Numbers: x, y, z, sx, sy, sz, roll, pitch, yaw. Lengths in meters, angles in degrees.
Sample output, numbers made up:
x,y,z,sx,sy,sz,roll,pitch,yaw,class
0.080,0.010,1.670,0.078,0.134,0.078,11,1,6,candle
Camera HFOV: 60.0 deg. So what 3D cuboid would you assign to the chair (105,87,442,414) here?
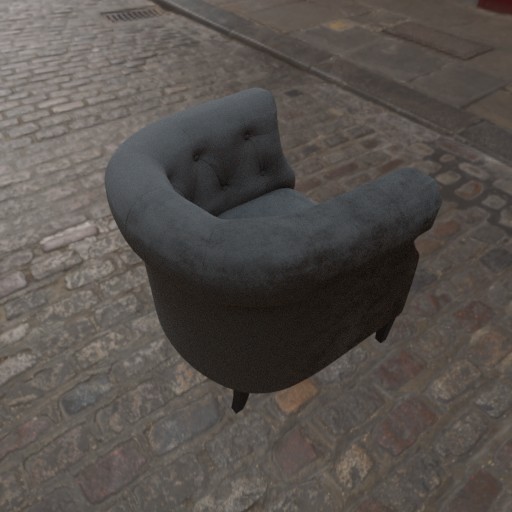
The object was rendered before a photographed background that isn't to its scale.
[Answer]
x,y,z,sx,sy,sz,roll,pitch,yaw,class
0.000,0.000,1.559,0.851,0.826,0.904,-27,49,-26,chair
